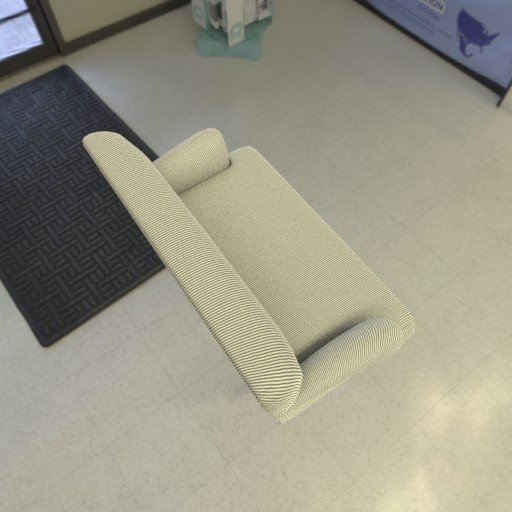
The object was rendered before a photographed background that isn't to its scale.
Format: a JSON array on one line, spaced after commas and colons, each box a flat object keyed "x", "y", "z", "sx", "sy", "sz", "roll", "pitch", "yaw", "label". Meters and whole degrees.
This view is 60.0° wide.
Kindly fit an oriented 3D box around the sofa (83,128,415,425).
[{"x": 0.000, "y": 0.000, "z": 1.862, "sx": 0.779, "sy": 0.889, "sz": 1.297, "roll": -31, "pitch": 64, "yaw": -17, "label": "sofa"}]
